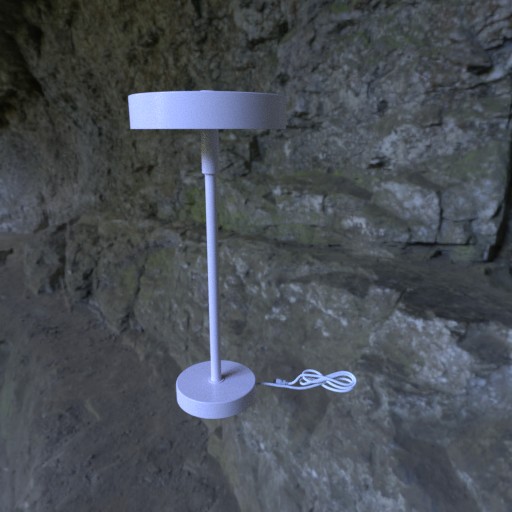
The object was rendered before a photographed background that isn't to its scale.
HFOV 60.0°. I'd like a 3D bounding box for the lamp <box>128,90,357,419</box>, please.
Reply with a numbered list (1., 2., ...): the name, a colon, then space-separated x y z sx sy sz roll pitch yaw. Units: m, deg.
1. lamp: 0.000 0.000 0.729 0.369 0.508 0.229 -2 16 -7
